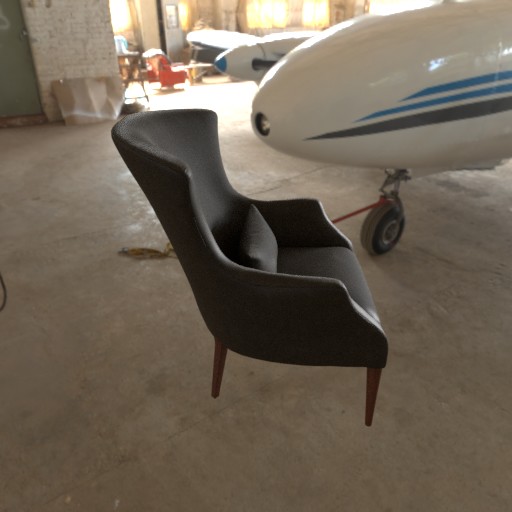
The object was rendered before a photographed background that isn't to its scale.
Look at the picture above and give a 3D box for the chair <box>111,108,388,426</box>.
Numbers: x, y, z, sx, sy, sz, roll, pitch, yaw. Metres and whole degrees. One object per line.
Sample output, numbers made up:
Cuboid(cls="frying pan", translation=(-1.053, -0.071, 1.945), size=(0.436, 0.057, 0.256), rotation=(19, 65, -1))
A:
Cuboid(cls="chair", translation=(0.000, 0.000, 1.781), size=(0.954, 1.068, 0.819), rotation=(1, 29, 1))
